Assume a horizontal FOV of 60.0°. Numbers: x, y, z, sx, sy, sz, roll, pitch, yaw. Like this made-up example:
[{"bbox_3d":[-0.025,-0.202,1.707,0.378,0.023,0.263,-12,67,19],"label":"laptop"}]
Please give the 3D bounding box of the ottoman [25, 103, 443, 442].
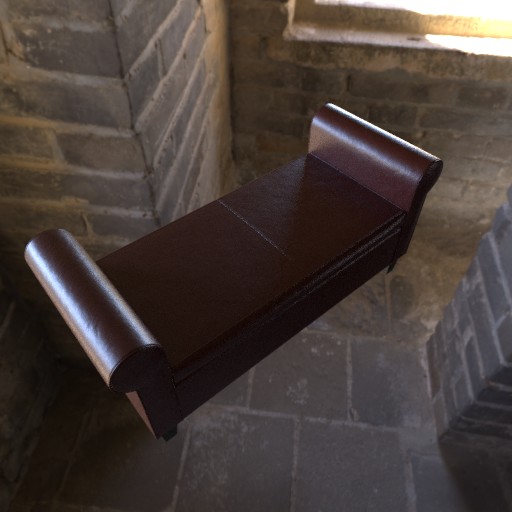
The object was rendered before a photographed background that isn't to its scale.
[{"bbox_3d":[0.000,0.000,1.529,1.256,0.547,0.521,-31,54,-26],"label":"ottoman"}]
